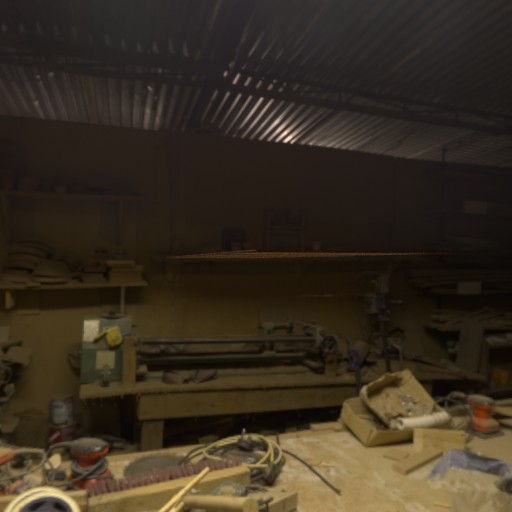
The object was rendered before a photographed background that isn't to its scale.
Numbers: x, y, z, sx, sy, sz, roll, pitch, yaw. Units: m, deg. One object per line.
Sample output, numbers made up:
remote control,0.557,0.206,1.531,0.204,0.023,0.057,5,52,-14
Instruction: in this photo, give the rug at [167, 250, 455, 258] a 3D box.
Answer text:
rug,0.000,0.000,2.710,0.792,0.006,2.437,0,-1,-18
